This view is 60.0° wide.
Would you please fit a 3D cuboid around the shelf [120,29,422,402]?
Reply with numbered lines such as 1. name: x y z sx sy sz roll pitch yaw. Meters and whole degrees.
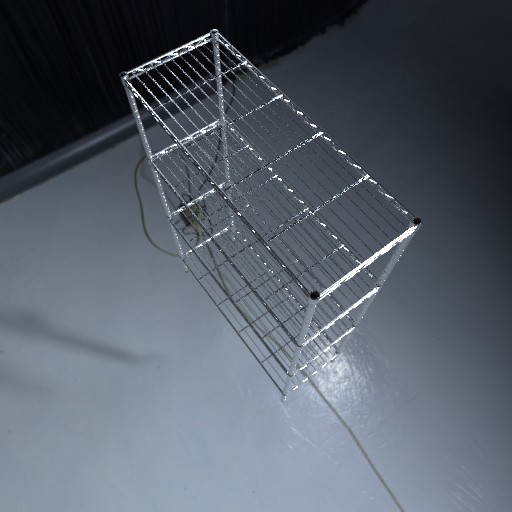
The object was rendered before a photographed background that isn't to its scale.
1. shelf: 0.000 0.000 1.803 0.352 1.360 0.907 -33 67 -16
